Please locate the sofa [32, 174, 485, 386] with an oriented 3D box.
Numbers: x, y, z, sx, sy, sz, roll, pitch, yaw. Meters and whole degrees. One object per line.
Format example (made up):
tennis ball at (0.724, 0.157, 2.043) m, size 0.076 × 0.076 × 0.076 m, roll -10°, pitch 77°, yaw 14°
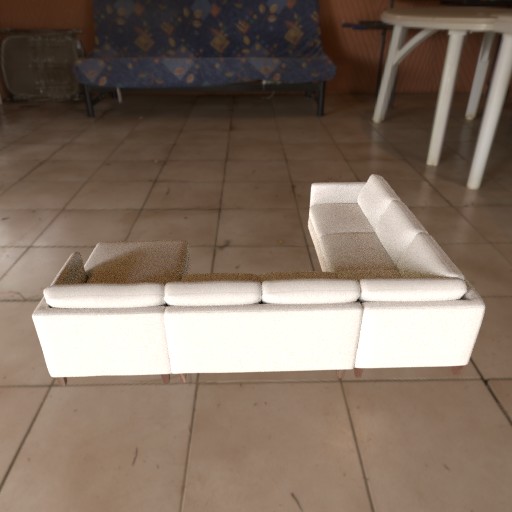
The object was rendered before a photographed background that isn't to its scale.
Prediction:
sofa at (0.000, 0.000, 4.316) m, size 3.238 × 0.853 × 2.551 m, roll -1°, pitch 30°, yaw -2°
